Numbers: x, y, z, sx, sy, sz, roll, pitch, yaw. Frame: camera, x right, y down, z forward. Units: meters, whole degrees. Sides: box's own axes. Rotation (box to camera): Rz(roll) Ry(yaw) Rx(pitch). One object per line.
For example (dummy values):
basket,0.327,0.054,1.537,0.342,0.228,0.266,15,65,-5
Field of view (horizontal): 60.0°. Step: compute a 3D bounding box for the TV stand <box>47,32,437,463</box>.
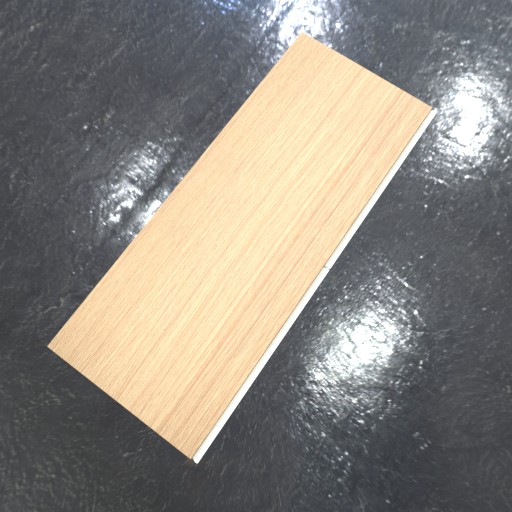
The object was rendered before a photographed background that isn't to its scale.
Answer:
TV stand,0.000,0.000,1.349,0.407,0.660,0.991,34,78,8
